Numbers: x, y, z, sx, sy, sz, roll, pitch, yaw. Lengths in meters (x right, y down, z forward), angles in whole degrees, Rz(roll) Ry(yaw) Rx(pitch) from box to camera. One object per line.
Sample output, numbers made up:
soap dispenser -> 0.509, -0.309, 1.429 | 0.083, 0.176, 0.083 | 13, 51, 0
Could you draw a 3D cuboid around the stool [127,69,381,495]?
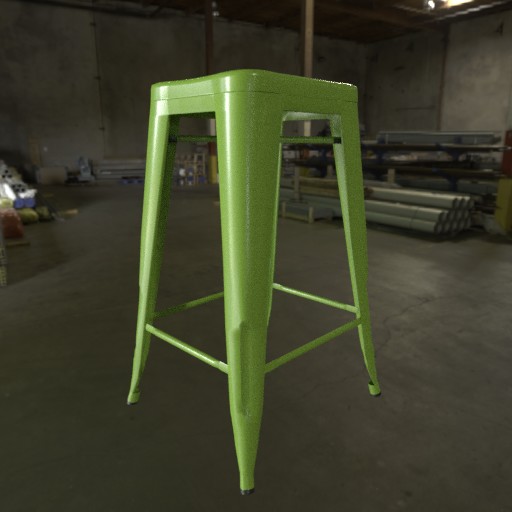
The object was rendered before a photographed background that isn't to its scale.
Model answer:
stool -> 0.000, 0.000, 0.839 | 0.398, 0.609, 0.358 | -14, 20, -43
